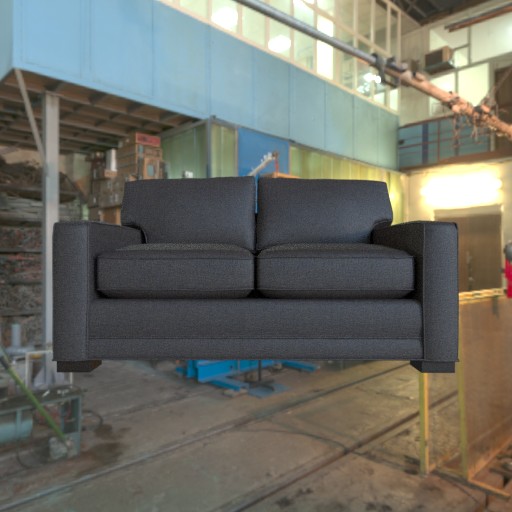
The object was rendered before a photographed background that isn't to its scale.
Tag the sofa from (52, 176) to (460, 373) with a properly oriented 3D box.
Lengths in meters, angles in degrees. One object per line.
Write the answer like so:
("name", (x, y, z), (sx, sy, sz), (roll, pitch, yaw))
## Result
("sofa", (0.000, 0.000, 2.131), (1.534, 0.887, 0.974), (0, 0, 0))
